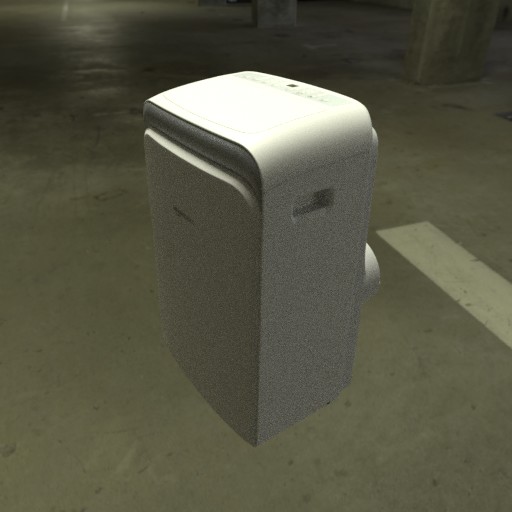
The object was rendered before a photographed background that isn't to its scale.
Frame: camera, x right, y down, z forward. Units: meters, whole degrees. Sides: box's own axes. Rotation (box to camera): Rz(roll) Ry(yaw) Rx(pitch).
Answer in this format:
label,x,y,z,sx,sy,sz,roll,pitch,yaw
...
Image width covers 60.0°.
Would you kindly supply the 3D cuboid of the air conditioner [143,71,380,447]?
label,x,y,z,sx,sy,sz,roll,pitch,yaw
air conditioner,0.000,0.000,0.982,0.365,0.700,0.454,-22,40,-30
